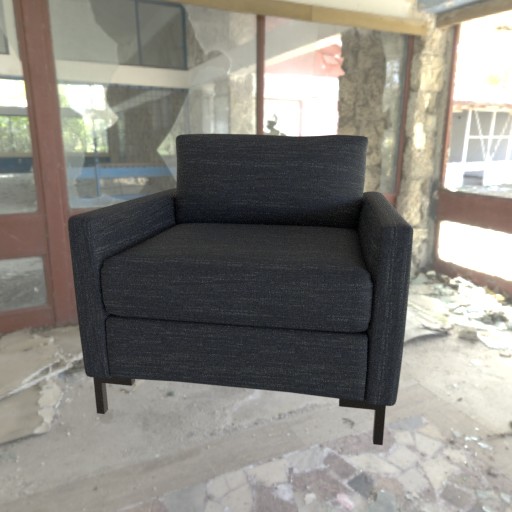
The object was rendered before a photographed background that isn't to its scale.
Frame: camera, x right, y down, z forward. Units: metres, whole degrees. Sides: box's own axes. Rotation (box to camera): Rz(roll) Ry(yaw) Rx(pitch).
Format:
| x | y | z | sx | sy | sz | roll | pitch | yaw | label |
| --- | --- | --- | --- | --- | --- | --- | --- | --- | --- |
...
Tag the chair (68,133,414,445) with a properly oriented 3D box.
| x | y | z | sx | sy | sz | roll | pitch | yaw | label |
| --- | --- | --- | --- | --- | --- | --- | --- | --- | --- |
| 0.000 | 0.000 | 1.596 | 0.963 | 0.861 | 0.866 | 3 | 15 | 10 | chair |
